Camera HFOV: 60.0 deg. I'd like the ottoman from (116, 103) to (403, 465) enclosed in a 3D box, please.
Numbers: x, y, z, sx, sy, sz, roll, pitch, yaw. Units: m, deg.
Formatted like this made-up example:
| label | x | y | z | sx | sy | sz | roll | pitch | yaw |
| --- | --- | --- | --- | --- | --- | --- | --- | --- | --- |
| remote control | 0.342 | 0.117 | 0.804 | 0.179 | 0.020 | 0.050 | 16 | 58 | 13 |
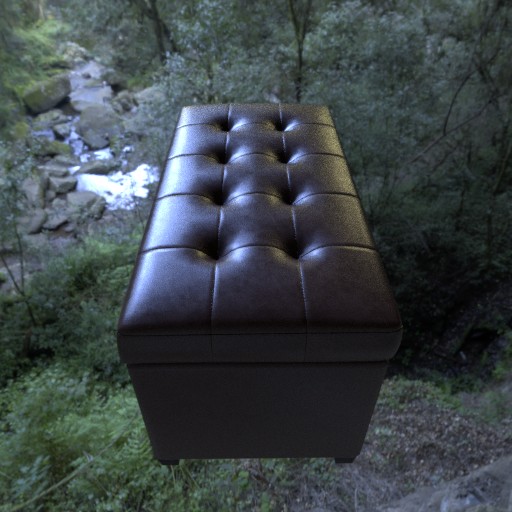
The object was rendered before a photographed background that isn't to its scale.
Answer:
| label | x | y | z | sx | sy | sz | roll | pitch | yaw |
| --- | --- | --- | --- | --- | --- | --- | --- | --- | --- |
| ottoman | 0.000 | 0.000 | 1.088 | 0.432 | 0.470 | 0.838 | 0 | 41 | 0 |
